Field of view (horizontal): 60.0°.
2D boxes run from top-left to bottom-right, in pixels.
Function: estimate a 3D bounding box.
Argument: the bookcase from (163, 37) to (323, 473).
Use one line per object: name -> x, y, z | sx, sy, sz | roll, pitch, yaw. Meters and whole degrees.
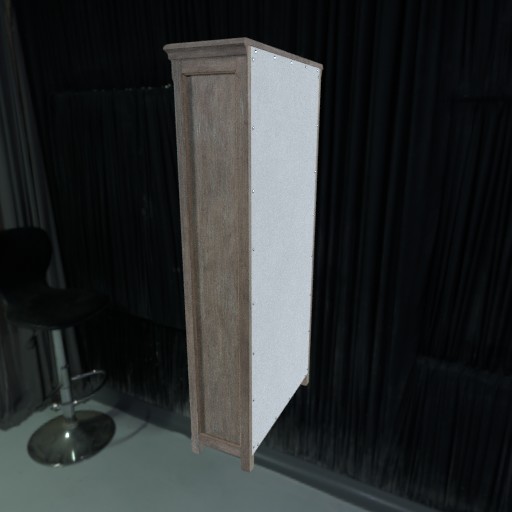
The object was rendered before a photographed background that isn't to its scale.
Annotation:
bookcase -> 0.000, 0.000, 2.269 | 0.348, 1.880, 0.906 | 8, 19, 24
